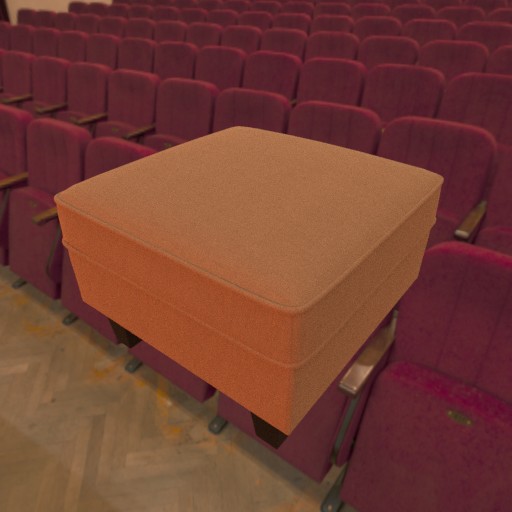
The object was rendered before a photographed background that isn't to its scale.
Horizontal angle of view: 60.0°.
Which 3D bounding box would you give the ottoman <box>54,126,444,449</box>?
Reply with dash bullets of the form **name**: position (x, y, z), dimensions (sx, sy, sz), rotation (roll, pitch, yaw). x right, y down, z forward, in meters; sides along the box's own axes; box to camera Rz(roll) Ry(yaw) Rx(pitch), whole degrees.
- **ottoman**: position (0.000, 0.000, 1.024), dimensions (0.616, 0.438, 0.613), rotation (23, 39, 31)
